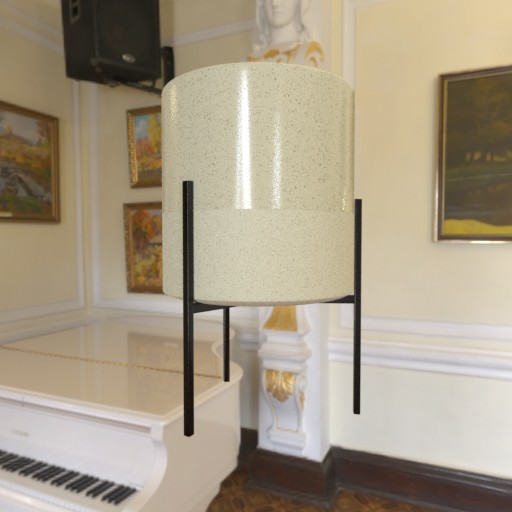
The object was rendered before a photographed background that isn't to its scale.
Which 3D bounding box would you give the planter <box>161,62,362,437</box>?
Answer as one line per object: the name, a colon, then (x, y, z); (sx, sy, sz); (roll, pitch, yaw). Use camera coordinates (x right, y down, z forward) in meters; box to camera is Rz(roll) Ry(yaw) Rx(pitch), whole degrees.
planter: (0.000, 0.000, 0.552); (0.234, 0.390, 0.243); (1, 2, 37)
